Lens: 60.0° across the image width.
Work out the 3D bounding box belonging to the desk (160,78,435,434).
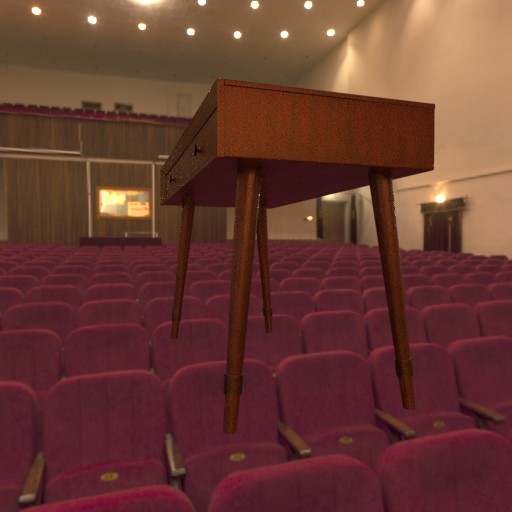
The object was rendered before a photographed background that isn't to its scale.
[{"bbox_3d":[0.000,0.000,2.107,0.734,1.031,1.577,0,1,-18],"label":"desk"}]
